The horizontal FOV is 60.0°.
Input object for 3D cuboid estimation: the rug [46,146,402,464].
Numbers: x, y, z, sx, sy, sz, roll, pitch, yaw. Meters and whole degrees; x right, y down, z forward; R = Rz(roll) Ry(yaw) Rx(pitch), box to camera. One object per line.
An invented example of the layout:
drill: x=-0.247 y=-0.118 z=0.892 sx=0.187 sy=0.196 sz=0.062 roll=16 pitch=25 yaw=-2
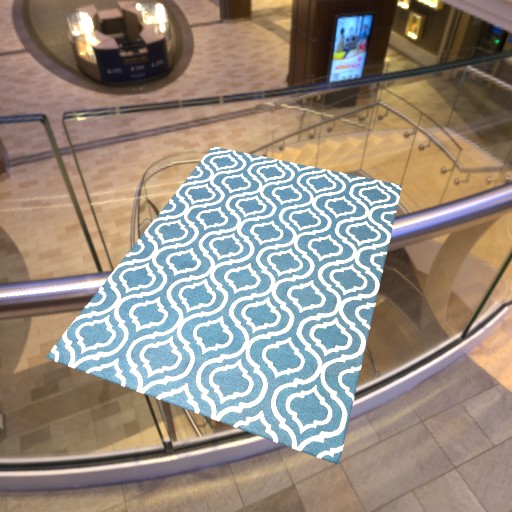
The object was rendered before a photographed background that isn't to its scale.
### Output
rug: x=0.000 y=0.000 z=4.421 sx=2.438 sy=0.010 sz=3.353 roll=15 pitch=48 yaw=14
